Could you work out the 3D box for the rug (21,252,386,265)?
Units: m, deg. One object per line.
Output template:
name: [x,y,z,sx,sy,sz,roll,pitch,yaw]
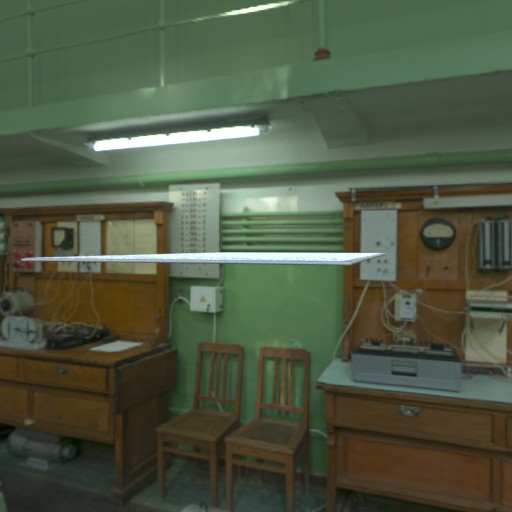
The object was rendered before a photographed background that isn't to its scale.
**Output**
rug: [0.000,0.000,3.463,1.819,0.018,2.746,0,1,19]
